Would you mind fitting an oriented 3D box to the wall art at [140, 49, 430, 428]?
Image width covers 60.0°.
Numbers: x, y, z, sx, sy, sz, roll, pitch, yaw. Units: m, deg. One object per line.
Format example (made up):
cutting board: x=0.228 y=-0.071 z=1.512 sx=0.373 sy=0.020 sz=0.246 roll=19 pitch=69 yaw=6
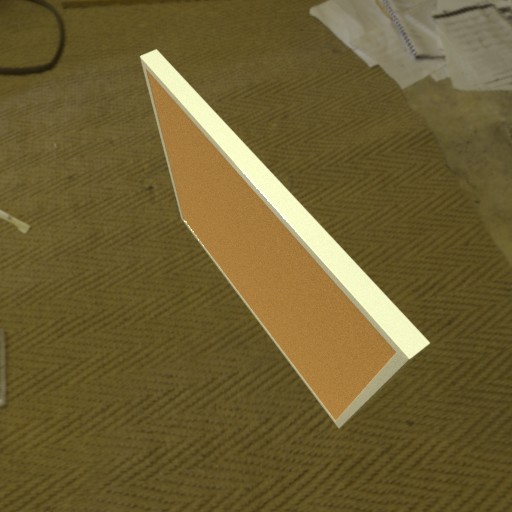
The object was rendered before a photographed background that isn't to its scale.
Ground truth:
wall art: x=0.000 y=0.000 z=1.361 sx=0.053 sy=0.787 sz=1.041 roll=-31 pitch=65 yaw=-17
